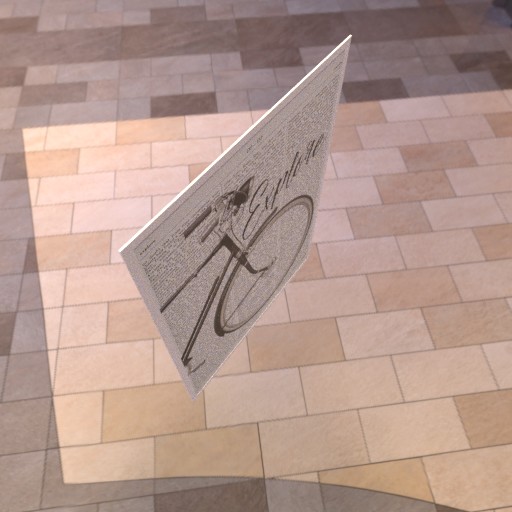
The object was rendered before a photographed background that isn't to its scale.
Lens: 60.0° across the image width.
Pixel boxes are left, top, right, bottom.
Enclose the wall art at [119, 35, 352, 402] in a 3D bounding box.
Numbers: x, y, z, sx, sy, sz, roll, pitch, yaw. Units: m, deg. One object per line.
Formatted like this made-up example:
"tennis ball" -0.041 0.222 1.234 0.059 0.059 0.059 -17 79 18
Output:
"wall art" 0.000 0.000 0.798 0.003 0.610 0.457 32 64 18
